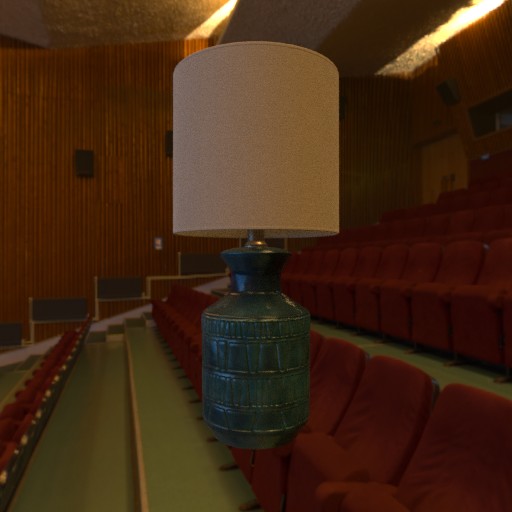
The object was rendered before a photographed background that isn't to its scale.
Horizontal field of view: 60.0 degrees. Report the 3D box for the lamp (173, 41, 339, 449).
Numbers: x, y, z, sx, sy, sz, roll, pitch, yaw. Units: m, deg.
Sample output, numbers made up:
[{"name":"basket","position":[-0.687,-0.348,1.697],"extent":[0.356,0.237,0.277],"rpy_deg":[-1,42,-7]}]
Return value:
[{"name":"lamp","position":[0.000,0.000,0.574],"extent":[0.211,0.455,0.211],"rpy_deg":[0,0,-18]}]
